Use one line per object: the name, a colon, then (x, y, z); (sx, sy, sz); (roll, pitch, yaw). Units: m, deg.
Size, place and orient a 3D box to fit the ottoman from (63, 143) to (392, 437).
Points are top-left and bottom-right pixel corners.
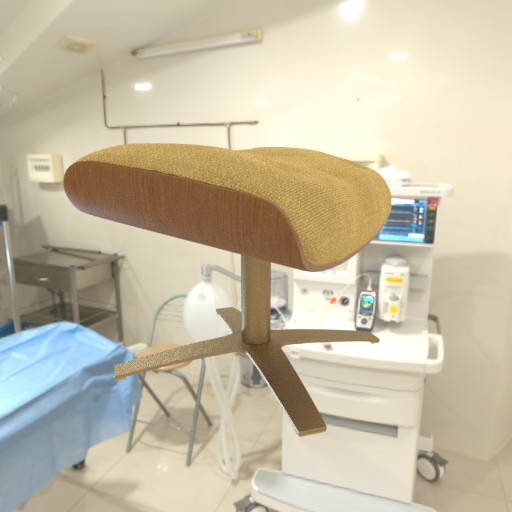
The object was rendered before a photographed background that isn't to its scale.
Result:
ottoman: (0.000, 0.000, 0.804); (0.394, 0.391, 0.520); (7, 14, 27)
